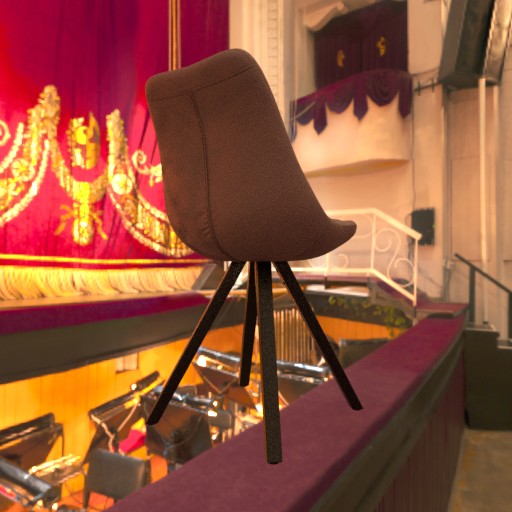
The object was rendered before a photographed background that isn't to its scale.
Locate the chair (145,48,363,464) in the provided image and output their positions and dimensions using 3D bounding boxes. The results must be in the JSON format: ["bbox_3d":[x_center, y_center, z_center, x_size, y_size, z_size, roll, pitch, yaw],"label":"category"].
[{"bbox_3d":[0.000,0.000,1.201,0.483,0.865,0.547,0,-1,35],"label":"chair"}]
